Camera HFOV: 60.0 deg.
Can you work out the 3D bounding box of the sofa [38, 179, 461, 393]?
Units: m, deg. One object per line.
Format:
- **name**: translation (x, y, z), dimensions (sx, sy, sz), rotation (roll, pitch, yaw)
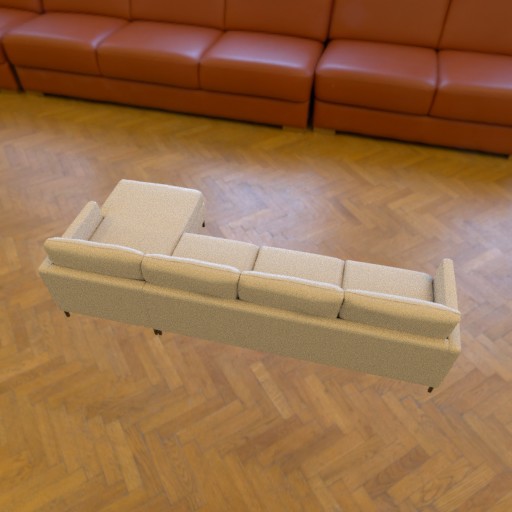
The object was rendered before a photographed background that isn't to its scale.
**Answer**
- **sofa**: translation (0.000, 0.000, 3.250), dimensions (2.731, 0.755, 1.258), rotation (10, 48, 9)
